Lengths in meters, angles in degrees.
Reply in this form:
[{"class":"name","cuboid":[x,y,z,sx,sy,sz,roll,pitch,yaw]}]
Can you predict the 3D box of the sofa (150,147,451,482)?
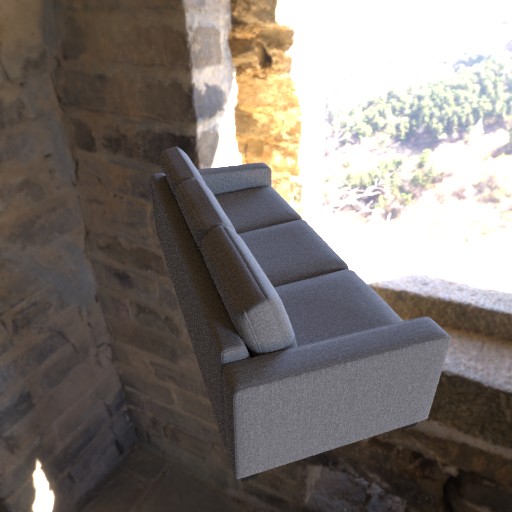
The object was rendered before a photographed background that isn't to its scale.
[{"class":"sofa","cuboid":[0.000,0.000,2.512,0.900,0.800,2.120,-10,32,-16]}]
